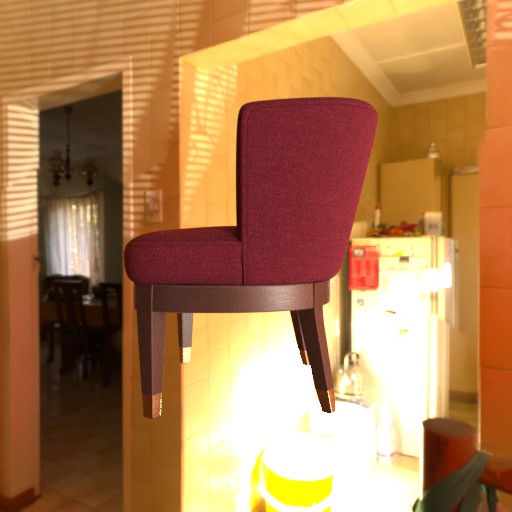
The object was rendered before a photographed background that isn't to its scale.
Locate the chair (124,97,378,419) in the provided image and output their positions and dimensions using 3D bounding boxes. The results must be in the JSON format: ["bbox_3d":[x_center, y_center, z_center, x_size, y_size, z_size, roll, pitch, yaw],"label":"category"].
[{"bbox_3d":[0.000,0.000,1.296,0.660,0.760,0.700,0,1,0],"label":"chair"}]
